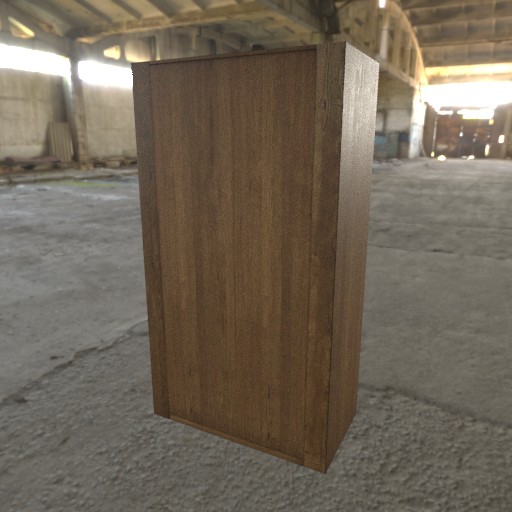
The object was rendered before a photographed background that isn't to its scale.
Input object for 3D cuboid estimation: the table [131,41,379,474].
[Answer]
[{"bbox_3d":[0.000,0.000,2.479,1.100,2.000,0.600,8,17,26],"label":"table"}]
